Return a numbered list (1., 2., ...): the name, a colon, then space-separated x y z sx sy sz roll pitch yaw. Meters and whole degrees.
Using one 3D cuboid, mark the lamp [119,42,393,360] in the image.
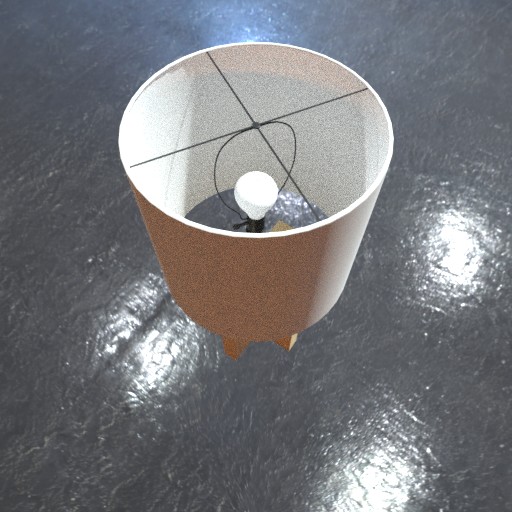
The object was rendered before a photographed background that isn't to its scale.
1. lamp: 0.000 0.000 0.554 0.229 0.428 0.229 31 64 17
